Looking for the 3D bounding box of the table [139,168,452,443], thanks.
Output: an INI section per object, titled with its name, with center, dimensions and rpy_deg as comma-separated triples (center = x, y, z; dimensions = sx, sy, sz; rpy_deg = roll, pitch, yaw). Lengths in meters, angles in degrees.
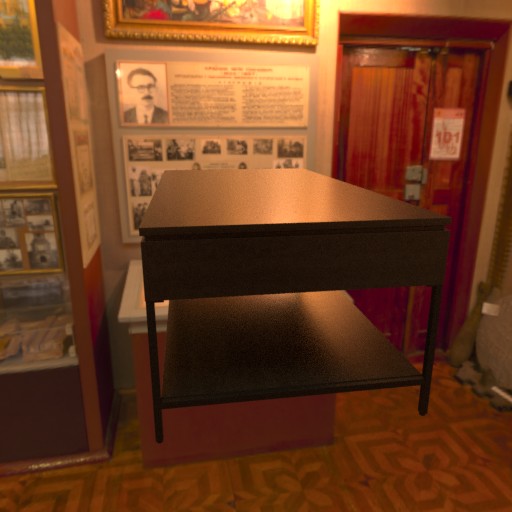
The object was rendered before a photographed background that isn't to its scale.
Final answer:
[table]
center = 0.000, 0.000, 1.370
dimensions = 0.574, 0.435, 1.095
rpy_deg = -2, 16, -9
